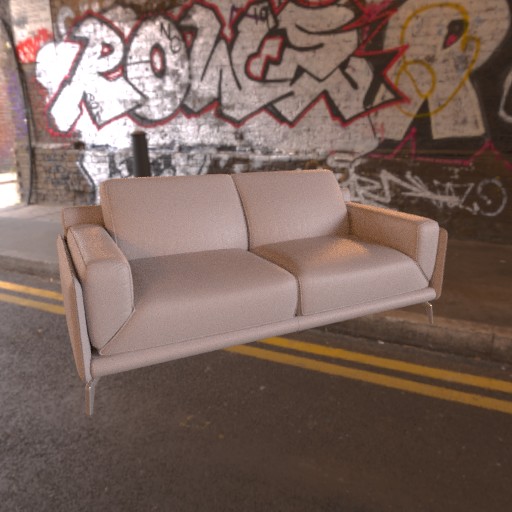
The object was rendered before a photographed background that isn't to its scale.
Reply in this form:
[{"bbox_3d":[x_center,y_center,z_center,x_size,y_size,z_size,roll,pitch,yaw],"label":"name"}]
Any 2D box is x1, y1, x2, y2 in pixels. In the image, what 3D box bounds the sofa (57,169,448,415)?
[{"bbox_3d":[0.000,0.000,2.580,2.101,0.930,1.049,-8,17,-26],"label":"sofa"}]
